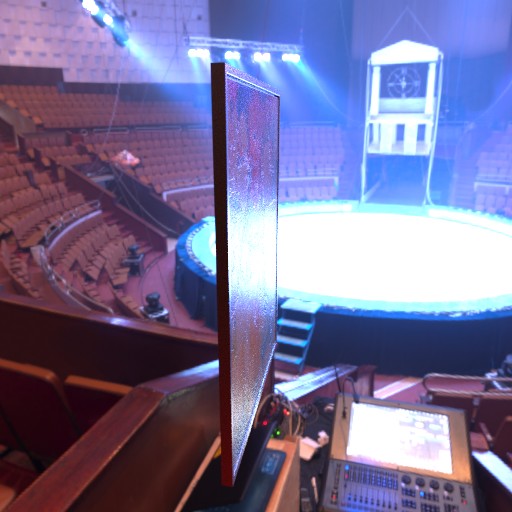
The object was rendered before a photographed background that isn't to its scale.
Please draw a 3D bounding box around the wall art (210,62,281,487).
[{"bbox_3d":[0.000,0.000,1.421,0.030,1.046,0.816,3,17,10],"label":"wall art"}]
